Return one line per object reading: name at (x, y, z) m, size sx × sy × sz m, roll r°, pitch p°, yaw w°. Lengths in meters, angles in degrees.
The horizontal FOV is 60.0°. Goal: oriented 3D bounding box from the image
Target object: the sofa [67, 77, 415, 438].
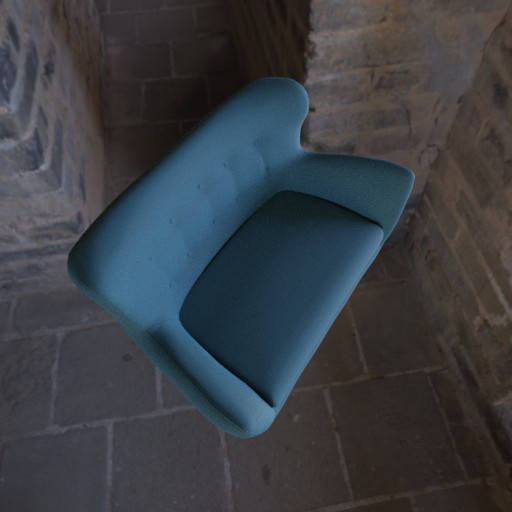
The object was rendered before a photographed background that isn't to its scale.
sofa at (0.000, 0.000, 1.991) m, size 0.889 × 0.889 × 1.397 m, roll 29°, pitch 62°, yaw 18°
